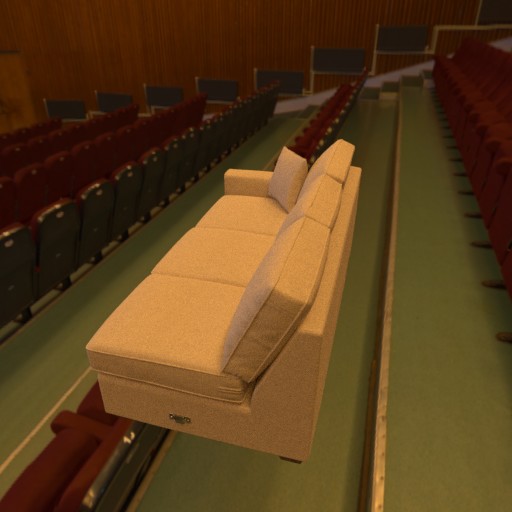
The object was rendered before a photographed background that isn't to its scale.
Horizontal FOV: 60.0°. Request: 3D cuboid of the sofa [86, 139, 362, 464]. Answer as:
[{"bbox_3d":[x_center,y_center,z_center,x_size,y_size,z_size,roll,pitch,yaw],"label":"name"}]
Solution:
[{"bbox_3d":[0.000,0.000,2.602,1.034,0.946,1.962,8,31,14],"label":"sofa"}]
